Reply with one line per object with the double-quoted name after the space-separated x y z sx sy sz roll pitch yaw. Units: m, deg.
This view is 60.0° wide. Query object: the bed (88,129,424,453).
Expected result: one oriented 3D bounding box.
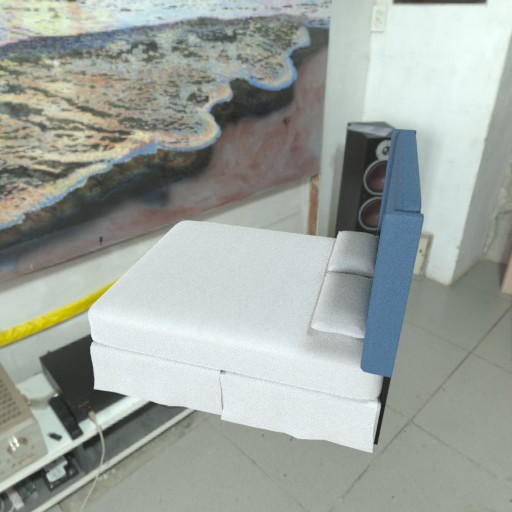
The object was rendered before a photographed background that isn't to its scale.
0.000 0.000 3.341 2.078 1.665 1.719 8 30 14 "bed"
